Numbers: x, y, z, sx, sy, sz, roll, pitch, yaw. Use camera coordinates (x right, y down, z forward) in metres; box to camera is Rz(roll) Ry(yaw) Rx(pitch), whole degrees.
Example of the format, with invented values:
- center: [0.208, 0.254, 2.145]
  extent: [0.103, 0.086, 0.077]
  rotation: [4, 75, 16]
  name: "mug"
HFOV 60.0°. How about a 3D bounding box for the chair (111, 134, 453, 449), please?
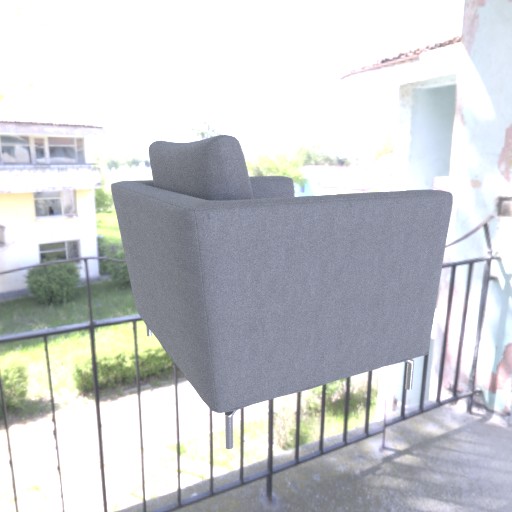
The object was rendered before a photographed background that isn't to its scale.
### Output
- center: [0.000, 0.000, 1.691]
  extent: [0.889, 0.864, 1.041]
  rotation: [-7, 15, -27]
  name: "chair"
